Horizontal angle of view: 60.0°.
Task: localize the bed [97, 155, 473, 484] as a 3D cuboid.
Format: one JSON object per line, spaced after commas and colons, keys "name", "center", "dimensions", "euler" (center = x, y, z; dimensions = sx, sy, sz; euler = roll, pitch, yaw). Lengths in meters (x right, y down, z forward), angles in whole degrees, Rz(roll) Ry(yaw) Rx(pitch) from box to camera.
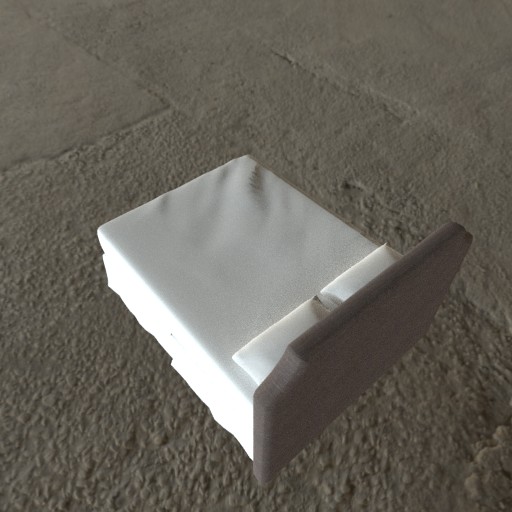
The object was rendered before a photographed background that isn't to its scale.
{"name": "bed", "center": [0.000, 0.000, 3.165], "dimensions": [1.693, 1.290, 2.116], "euler": [-32, 55, -26]}
